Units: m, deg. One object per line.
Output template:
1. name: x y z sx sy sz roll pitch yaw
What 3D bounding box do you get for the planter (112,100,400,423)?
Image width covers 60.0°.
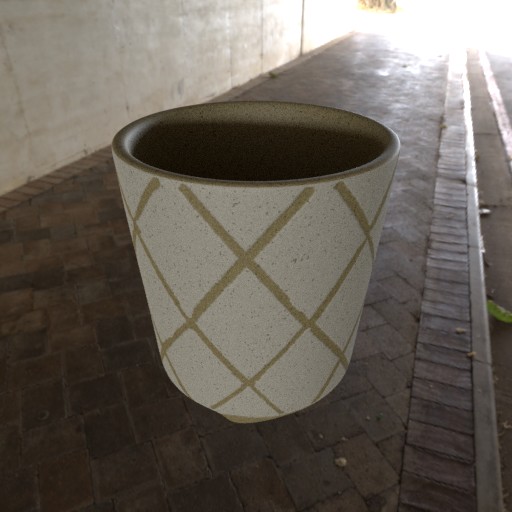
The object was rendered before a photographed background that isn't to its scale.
1. planter: 0.000 0.000 0.354 0.191 0.199 0.191 0 32 0
